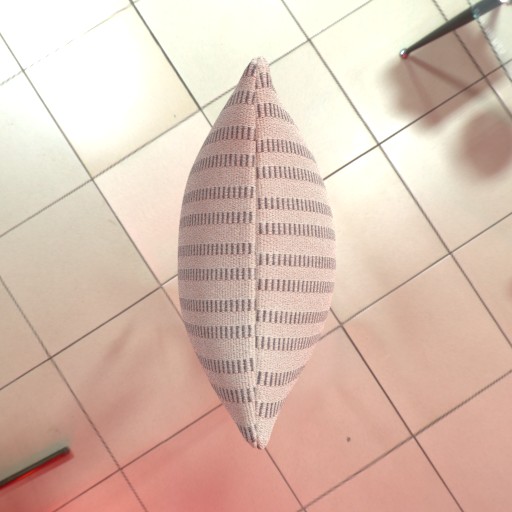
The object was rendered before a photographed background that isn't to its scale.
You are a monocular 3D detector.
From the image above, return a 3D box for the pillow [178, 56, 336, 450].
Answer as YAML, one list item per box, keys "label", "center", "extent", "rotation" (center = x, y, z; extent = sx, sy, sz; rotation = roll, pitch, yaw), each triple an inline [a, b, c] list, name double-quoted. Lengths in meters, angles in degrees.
- label: "pillow"
  center: [0.000, 0.000, 0.687]
  extent: [0.247, 0.419, 0.438]
  rotation: [0, 88, 0]
